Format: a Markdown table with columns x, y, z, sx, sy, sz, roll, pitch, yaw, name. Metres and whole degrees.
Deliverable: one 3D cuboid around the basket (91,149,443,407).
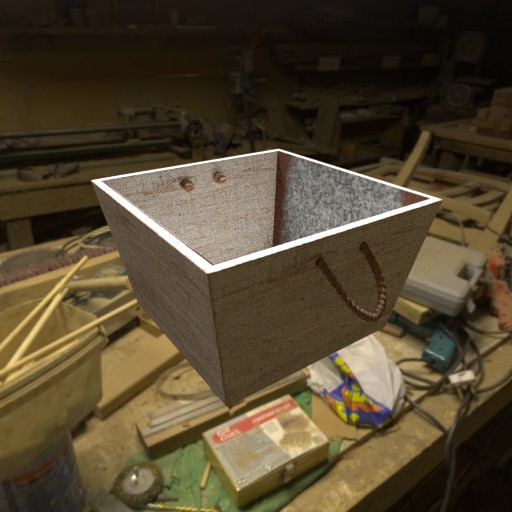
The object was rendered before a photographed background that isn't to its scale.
| x | y | z | sx | sy | sz | roll | pitch | yaw | name |
| --- | --- | --- | --- | --- | --- | --- | --- | --- | --- |
| 0.000 | 0.000 | 0.781 | 0.413 | 0.247 | 0.545 | -17 | 31 | -31 | basket |
